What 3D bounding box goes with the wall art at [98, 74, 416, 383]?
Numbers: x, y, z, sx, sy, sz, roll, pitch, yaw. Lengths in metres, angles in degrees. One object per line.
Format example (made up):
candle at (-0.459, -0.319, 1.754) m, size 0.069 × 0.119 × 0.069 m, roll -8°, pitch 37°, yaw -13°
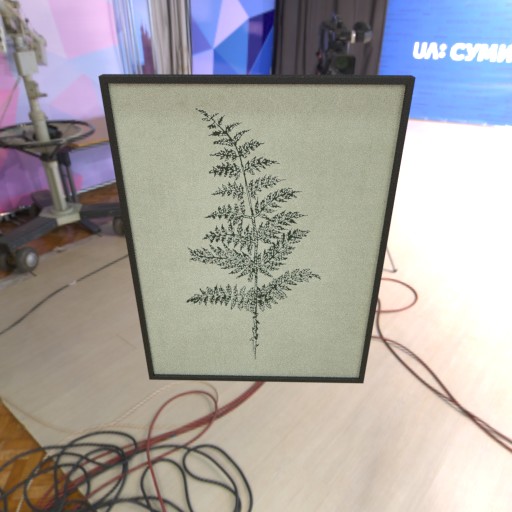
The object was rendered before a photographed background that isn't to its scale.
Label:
wall art at (0.000, 0.000, 1.405) m, size 0.802 × 1.070 × 0.036 m, roll 1°, pitch 30°, yaw 1°
